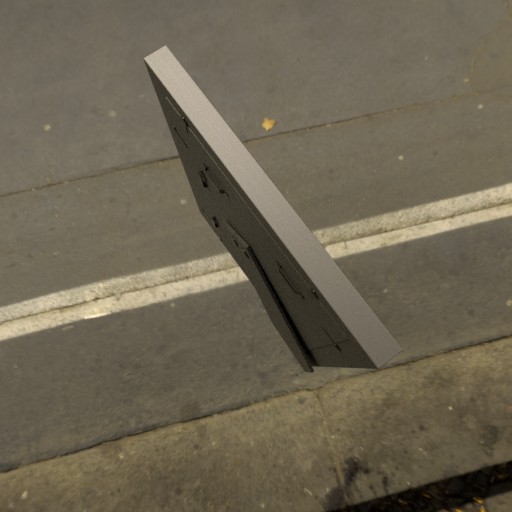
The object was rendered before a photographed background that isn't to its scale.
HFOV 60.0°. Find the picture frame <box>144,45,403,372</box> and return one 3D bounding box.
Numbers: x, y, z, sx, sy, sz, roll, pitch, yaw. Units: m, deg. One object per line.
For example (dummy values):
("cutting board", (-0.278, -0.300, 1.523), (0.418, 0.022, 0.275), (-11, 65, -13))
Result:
("picture frame", (0.000, 0.000, 0.524), (0.036, 0.383, 0.307), (-35, 79, -8))
